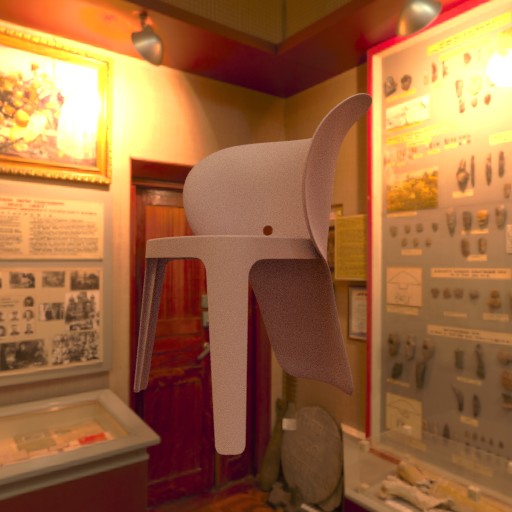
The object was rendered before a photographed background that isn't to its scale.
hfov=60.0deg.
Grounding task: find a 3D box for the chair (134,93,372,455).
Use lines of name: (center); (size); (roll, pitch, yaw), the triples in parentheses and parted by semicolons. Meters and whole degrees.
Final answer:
chair: (0.000, 0.000, 0.858); (0.402, 0.554, 0.451); (0, -1, -34)
